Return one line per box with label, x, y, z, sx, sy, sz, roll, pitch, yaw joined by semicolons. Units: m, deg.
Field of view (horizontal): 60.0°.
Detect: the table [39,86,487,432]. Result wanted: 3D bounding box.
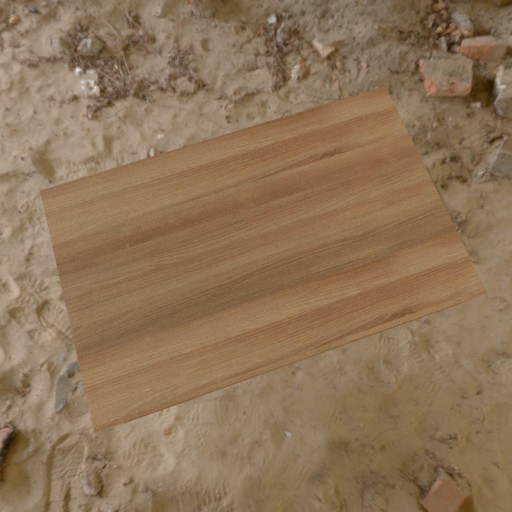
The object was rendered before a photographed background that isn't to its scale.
table;0.000;0.000;1.414;1.100;0.330;0.700;-18;75;-5
